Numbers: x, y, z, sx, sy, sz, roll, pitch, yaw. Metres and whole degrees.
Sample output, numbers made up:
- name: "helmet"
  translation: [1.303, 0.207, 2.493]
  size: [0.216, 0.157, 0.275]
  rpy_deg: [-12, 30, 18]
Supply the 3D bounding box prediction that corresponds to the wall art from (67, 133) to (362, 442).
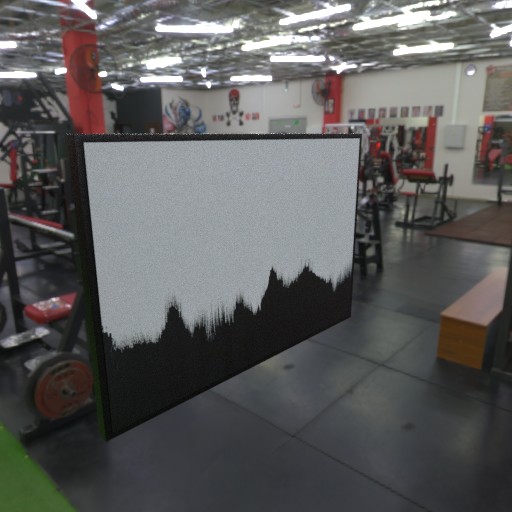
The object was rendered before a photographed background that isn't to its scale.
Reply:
- name: "wall art"
  translation: [0.000, 0.000, 0.838]
  size: [0.022, 0.446, 0.659]
  rpy_deg: [15, 21, 43]
